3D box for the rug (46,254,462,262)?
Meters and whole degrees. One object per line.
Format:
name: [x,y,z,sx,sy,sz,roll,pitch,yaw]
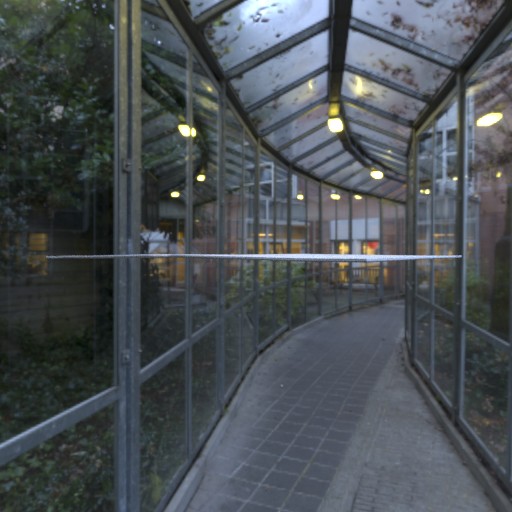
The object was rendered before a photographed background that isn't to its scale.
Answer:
rug: [0.000,0.000,4.318,3.245,0.046,2.467,0,1,36]
